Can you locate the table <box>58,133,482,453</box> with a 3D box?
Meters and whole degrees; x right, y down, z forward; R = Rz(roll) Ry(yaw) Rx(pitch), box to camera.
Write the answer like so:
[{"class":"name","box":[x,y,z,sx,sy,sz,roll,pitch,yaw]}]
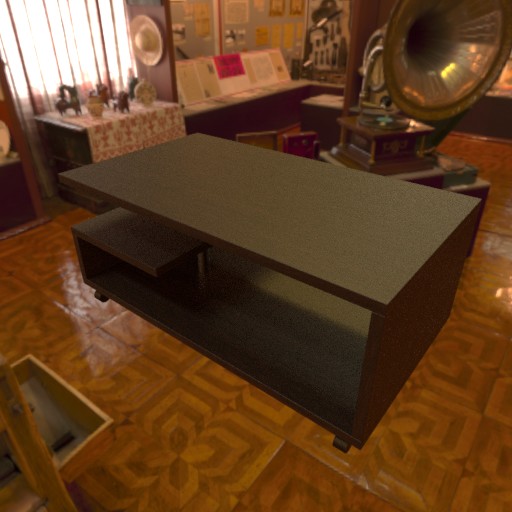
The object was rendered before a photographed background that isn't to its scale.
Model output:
[{"class":"table","box":[0.000,0.000,1.363,1.050,0.460,0.590,22,37,32]}]
